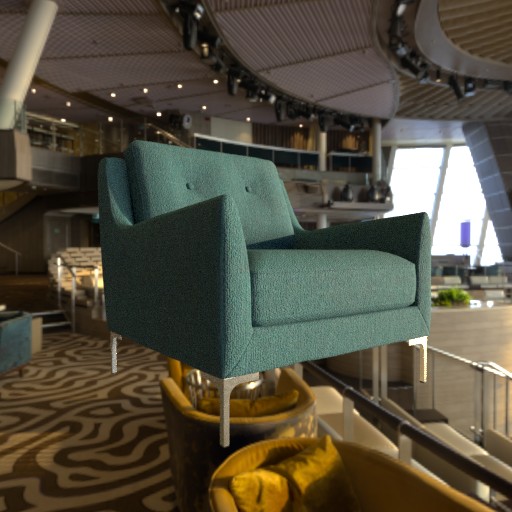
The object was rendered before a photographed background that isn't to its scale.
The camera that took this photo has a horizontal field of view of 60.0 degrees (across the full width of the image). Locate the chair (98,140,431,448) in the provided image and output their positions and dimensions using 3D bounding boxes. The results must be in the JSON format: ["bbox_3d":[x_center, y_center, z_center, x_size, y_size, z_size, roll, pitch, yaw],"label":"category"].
[{"bbox_3d":[0.000,0.000,1.533,0.847,0.828,0.849,-1,1,-37],"label":"chair"}]
